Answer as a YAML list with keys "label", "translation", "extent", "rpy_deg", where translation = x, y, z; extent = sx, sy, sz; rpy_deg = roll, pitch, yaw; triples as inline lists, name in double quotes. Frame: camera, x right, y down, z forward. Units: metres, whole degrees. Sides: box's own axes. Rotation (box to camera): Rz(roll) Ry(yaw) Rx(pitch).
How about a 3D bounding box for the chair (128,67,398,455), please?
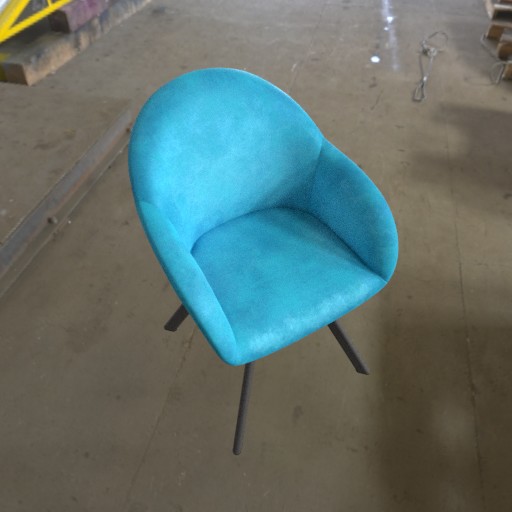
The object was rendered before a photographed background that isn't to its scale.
- label: "chair"
  translation: [0.000, 0.000, 1.186]
  extent: [0.550, 0.795, 0.590]
  rpy_deg: [-24, 51, -21]
